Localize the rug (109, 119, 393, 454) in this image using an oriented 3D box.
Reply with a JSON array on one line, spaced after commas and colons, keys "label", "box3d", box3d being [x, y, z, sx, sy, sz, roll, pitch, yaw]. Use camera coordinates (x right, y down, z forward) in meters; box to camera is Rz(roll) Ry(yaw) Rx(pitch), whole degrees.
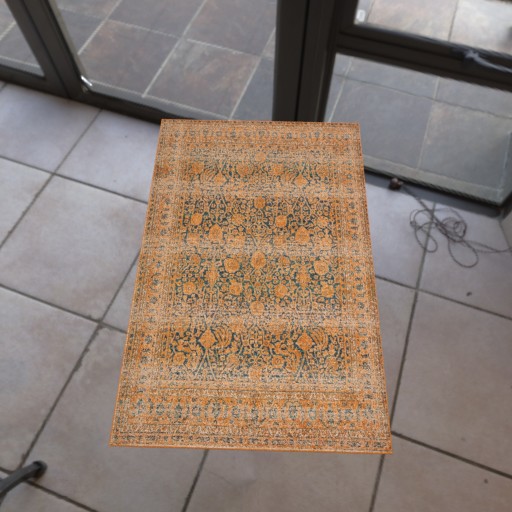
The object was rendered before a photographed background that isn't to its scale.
[{"label": "rug", "box3d": [0.000, 0.000, 2.905, 1.525, 0.007, 2.336, 1, 63, 1]}]
